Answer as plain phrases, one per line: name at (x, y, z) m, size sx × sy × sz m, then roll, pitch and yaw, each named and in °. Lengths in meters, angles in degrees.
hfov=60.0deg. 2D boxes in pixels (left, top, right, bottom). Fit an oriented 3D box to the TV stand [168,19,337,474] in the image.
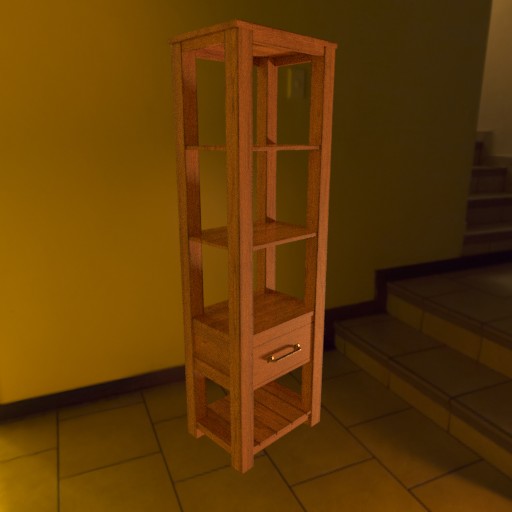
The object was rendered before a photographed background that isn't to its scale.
TV stand at (0.000, 0.000, 2.047) m, size 0.565 × 1.828 × 0.435 m, roll -14°, pitch 20°, yaw -42°
